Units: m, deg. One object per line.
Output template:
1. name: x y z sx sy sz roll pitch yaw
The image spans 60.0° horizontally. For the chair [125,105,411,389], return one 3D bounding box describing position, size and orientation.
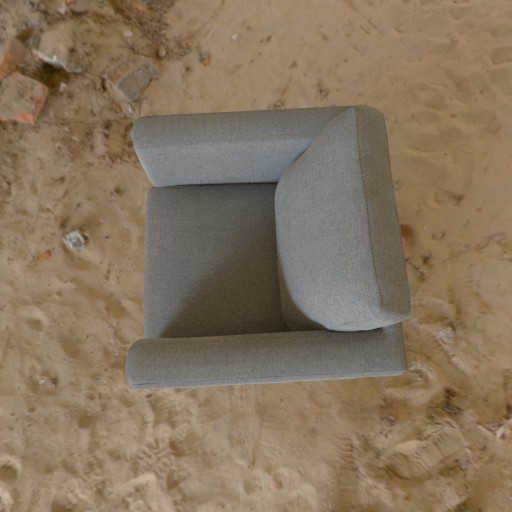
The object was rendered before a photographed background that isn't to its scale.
1. chair: 0.000 0.000 1.537 0.800 0.927 0.855 -3 74 -1
